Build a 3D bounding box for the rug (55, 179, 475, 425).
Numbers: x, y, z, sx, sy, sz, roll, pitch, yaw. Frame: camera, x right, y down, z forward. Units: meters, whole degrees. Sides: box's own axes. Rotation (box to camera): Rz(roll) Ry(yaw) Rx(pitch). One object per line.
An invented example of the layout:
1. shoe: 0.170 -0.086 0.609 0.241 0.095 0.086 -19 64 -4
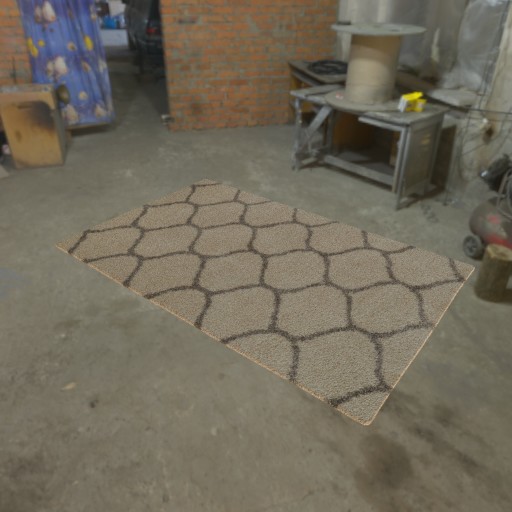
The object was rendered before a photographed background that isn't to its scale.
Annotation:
1. rug: 0.000 0.000 2.919 2.348 0.024 1.501 23 38 32
